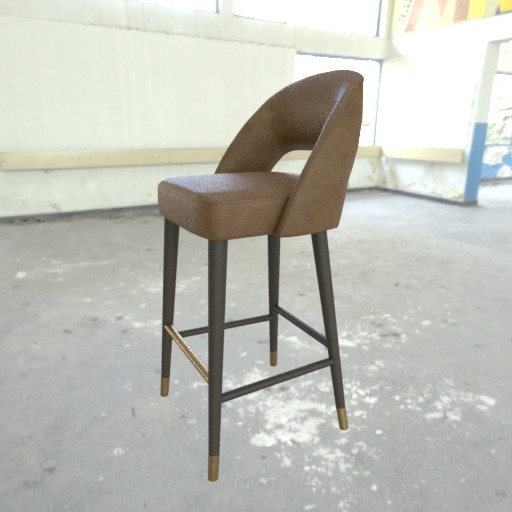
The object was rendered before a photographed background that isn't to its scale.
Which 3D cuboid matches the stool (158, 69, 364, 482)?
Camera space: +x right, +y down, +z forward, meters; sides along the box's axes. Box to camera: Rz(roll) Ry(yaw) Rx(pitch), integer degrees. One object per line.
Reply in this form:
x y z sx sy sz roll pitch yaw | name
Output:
0.000 0.000 1.302 0.509 1.037 0.494 -8 18 -27 | stool
